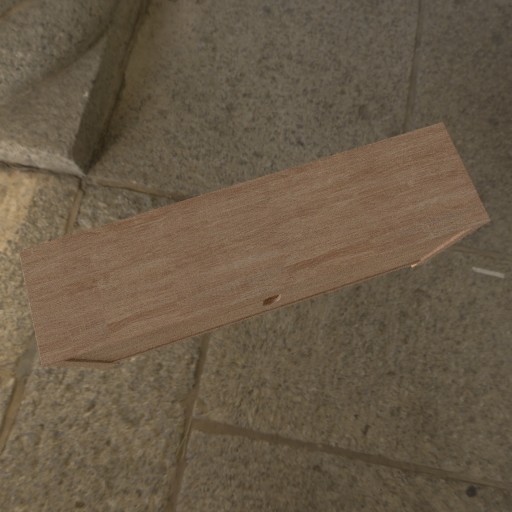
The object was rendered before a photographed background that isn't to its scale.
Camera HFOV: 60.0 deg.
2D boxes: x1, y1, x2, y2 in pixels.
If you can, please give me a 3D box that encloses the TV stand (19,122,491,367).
[{"bbox_3d":[0.000,0.000,1.712,1.466,0.610,0.398,-18,76,-4],"label":"TV stand"}]
